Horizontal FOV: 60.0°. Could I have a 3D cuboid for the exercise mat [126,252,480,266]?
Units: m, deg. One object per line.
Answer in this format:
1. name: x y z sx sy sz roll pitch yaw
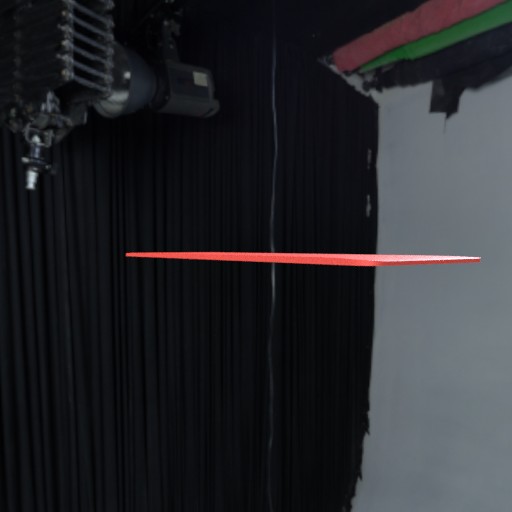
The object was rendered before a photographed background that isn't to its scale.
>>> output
1. exercise mat: 0.000 0.000 2.094 0.616 0.021 1.869 -1 1 -36
